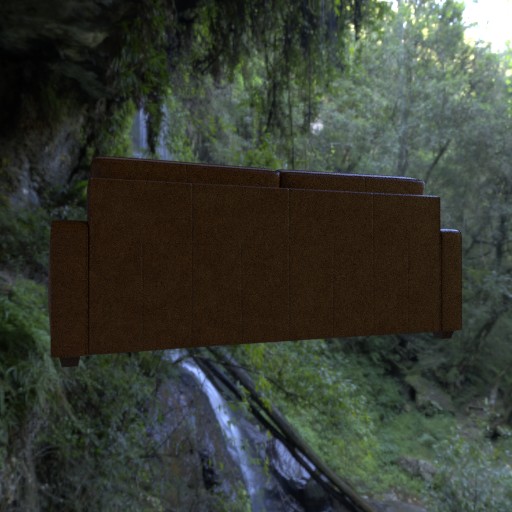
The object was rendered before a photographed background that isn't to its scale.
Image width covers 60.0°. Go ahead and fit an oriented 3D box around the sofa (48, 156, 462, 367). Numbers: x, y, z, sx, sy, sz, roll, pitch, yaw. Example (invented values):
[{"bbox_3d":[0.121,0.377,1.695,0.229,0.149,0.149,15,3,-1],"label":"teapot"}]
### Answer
[{"bbox_3d":[0.000,0.000,2.594,2.156,0.928,0.991,0,0,-19],"label":"sofa"}]
